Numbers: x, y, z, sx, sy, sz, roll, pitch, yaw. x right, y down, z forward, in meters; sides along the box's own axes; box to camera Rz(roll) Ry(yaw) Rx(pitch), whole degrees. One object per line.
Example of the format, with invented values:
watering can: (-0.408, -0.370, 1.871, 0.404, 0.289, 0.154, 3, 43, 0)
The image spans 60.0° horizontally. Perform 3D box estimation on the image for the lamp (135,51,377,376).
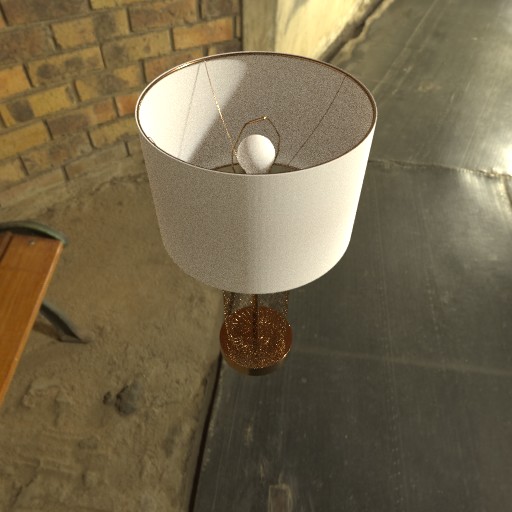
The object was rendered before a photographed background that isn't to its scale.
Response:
lamp: (0.000, 0.000, 0.647, 0.252, 0.483, 0.252, -24, 52, -20)
